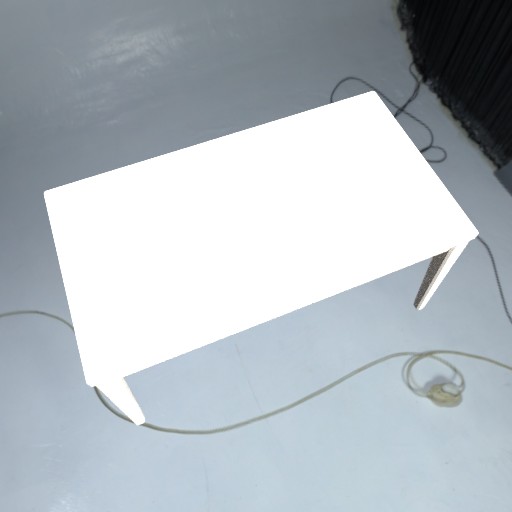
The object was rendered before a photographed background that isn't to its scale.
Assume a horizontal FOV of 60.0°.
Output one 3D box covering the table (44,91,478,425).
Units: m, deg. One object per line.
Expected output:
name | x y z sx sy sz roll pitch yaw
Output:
table | 0.000 0.000 2.108 1.600 0.760 0.900 -20 64 -10
